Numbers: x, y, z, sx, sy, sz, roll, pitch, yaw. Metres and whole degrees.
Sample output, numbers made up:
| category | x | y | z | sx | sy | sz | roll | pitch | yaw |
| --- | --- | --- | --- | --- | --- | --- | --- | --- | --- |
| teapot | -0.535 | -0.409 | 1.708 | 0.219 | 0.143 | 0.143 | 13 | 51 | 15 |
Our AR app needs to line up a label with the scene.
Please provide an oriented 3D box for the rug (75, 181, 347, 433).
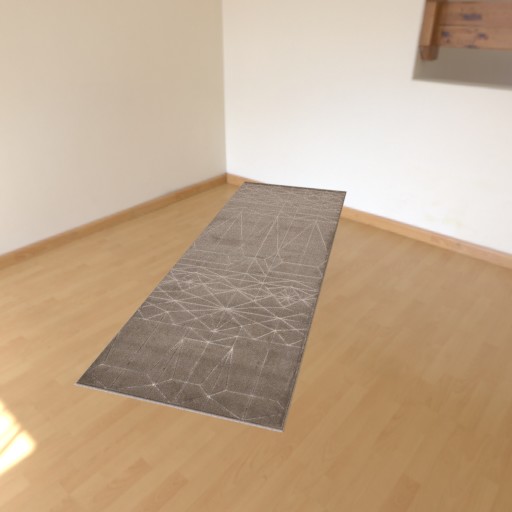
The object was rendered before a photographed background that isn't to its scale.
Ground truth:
| category | x | y | z | sx | sy | sz | roll | pitch | yaw |
| --- | --- | --- | --- | --- | --- | --- | --- | --- | --- |
| rug | 0.000 | 0.000 | 2.688 | 0.864 | 0.012 | 2.388 | 8 | 31 | 13 |
